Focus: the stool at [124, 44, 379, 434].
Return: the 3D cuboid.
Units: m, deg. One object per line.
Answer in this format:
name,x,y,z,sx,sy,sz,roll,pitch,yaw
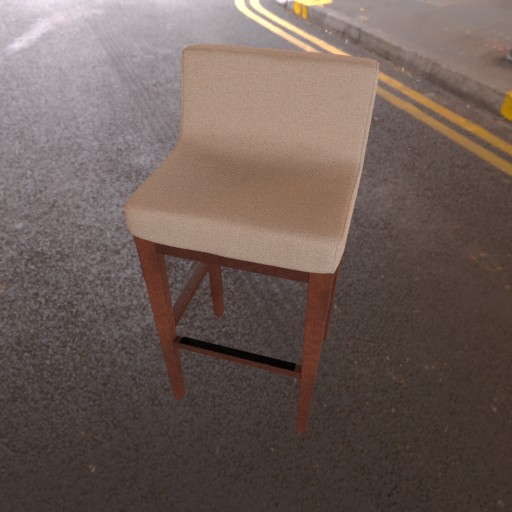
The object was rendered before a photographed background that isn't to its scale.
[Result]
stool,0.000,0.000,1.306,0.511,1.037,0.500,11,42,12
